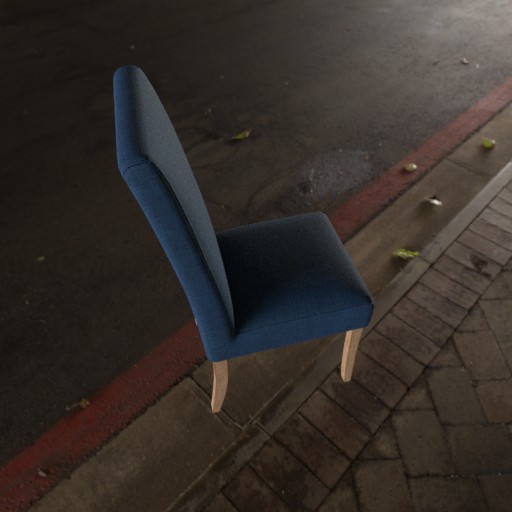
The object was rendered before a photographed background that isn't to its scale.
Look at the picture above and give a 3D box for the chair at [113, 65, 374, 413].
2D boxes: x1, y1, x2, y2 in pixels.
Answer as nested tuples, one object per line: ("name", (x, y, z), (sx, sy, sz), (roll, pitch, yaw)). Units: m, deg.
("chair", (0.000, 0.000, 1.330), (0.610, 1.029, 0.450), (-10, 46, -10))
